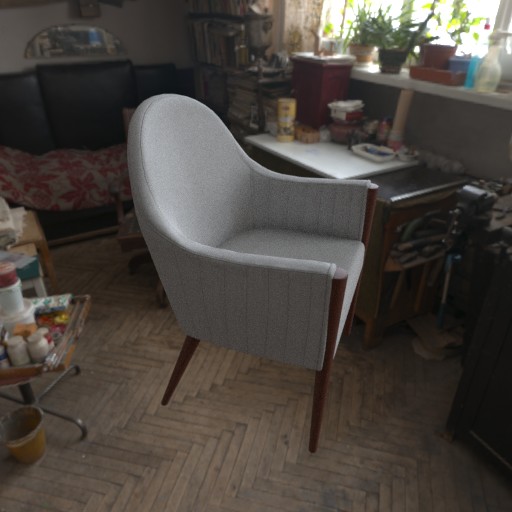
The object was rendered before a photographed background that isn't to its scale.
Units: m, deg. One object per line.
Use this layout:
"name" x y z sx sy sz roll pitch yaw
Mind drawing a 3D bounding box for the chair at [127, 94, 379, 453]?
"chair" 0.000 0.000 1.344 0.620 0.889 0.610 11 32 17
